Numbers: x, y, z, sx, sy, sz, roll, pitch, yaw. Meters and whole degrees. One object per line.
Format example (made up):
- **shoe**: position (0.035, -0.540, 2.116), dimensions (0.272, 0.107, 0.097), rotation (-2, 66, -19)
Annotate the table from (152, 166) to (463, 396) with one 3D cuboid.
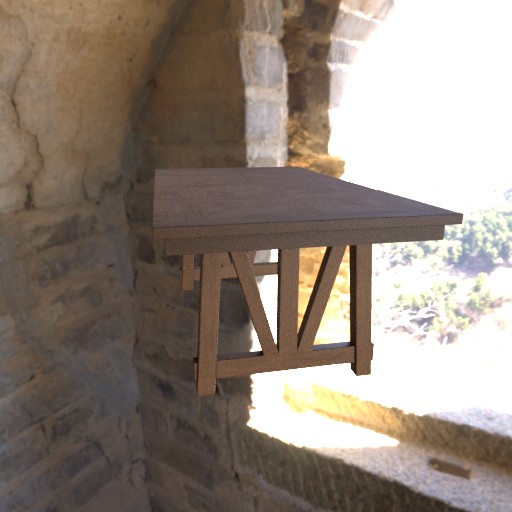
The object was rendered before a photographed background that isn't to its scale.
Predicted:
- **table**: position (0.000, 0.000, 2.369), dimensions (1.016, 0.768, 1.881), rotation (-3, 17, -12)
